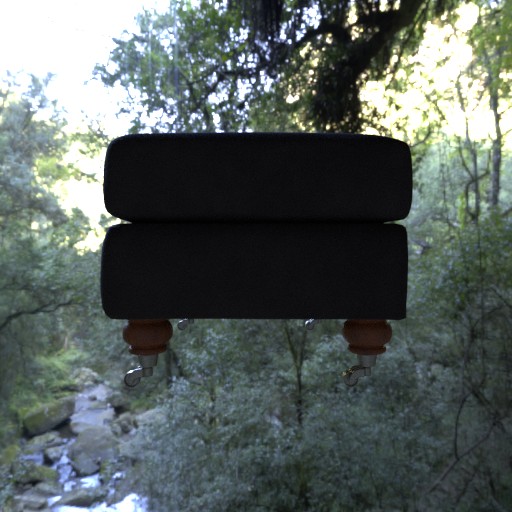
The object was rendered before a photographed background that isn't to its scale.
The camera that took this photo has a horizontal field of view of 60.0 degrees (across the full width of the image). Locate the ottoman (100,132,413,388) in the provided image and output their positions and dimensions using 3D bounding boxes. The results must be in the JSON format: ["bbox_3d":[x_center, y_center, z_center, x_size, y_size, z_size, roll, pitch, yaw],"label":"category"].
[{"bbox_3d":[0.000,0.000,1.152,0.574,0.497,0.773,0,1,0],"label":"ottoman"}]
